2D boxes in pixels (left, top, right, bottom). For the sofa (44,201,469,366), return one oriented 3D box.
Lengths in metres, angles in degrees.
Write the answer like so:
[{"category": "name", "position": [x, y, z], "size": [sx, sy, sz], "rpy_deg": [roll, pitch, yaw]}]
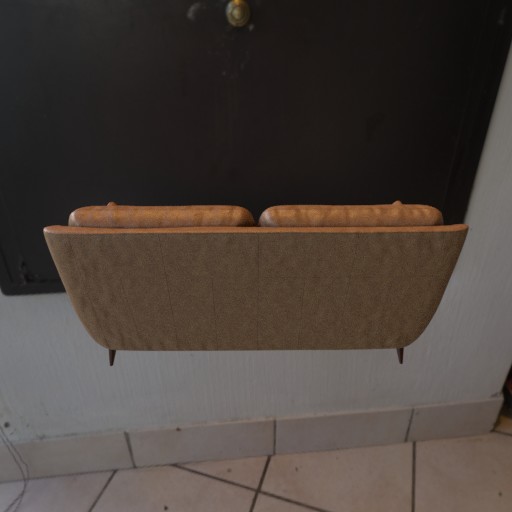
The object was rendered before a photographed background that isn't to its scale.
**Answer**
[{"category": "sofa", "position": [0.000, 0.000, 2.383], "size": [1.902, 0.839, 0.904], "rpy_deg": [0, 31, 0]}]
